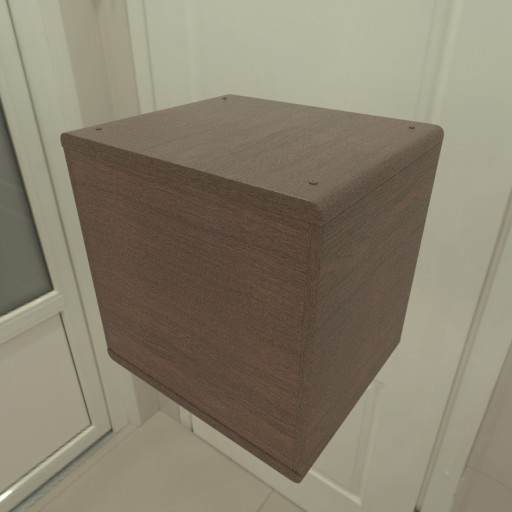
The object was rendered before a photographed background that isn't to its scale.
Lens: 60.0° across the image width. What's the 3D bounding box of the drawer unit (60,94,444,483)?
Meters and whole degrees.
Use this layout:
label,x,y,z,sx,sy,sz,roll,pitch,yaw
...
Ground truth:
label,x,y,z,sx,sy,sz,roll,pitch,yaw
drawer unit,0.000,0.000,0.599,0.344,0.344,0.290,21,36,31
